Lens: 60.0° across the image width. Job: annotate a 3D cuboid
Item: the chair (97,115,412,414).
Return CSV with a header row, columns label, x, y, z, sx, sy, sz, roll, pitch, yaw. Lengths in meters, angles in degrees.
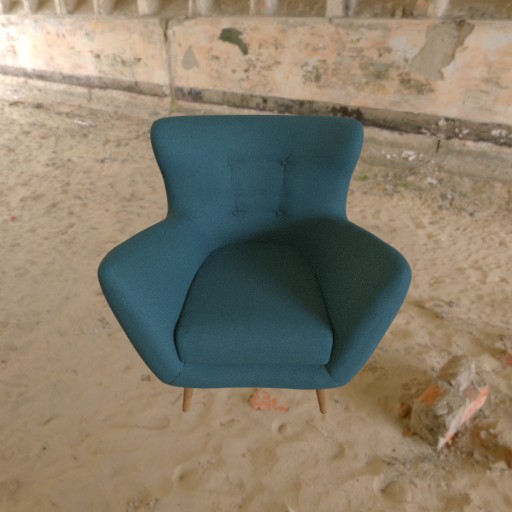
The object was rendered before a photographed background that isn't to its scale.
label,x,y,z,sx,sy,sz,roll,pitch,yaw
chair,0.000,0.000,1.648,0.890,0.889,0.889,0,30,1
